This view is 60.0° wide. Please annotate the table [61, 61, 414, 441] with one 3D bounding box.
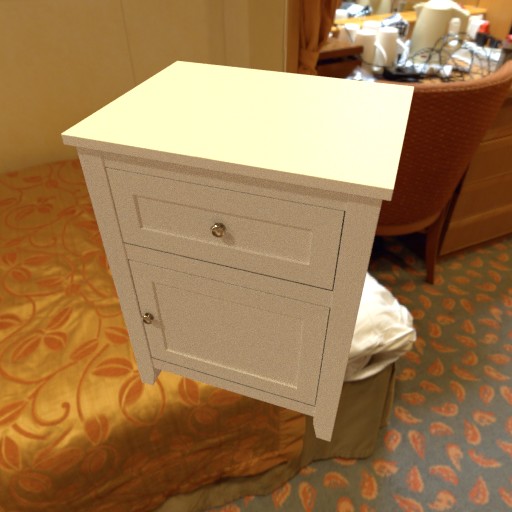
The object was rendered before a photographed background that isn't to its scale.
[{"bbox_3d":[0.000,0.000,0.934,0.480,0.635,0.381,12,41,14],"label":"table"}]
